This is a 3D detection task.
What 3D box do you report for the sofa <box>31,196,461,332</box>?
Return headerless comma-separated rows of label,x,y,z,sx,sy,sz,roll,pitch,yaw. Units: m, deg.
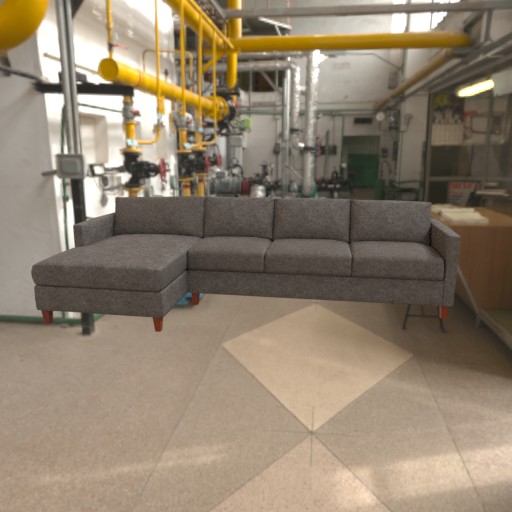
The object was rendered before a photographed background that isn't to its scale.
sofa,0.000,0.000,4.084,3.471,0.954,1.606,2,14,9
